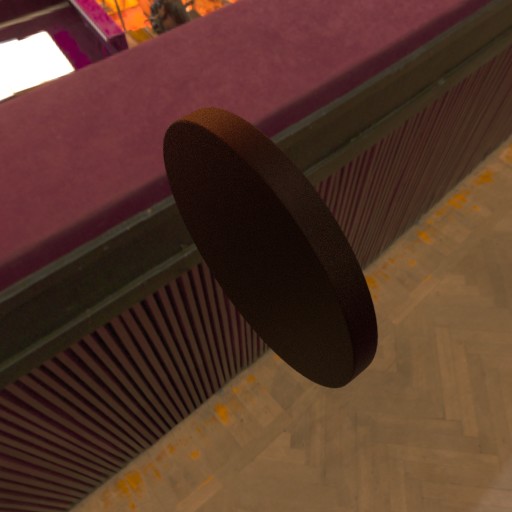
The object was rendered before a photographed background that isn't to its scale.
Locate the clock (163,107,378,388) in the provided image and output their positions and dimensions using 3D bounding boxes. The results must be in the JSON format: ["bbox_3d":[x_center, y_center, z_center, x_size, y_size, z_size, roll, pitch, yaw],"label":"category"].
[{"bbox_3d":[0.000,0.000,0.469,0.029,0.314,0.314,-33,64,-19],"label":"clock"}]
